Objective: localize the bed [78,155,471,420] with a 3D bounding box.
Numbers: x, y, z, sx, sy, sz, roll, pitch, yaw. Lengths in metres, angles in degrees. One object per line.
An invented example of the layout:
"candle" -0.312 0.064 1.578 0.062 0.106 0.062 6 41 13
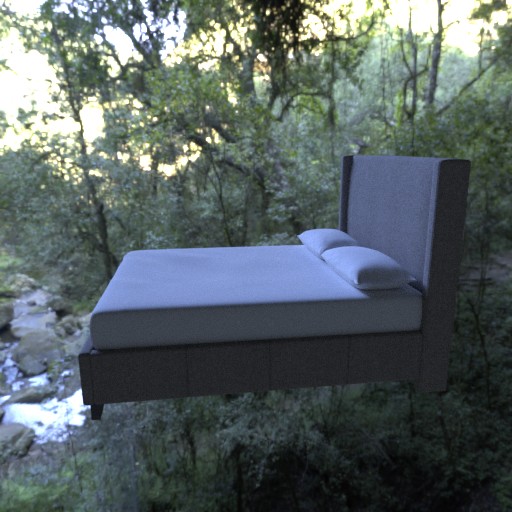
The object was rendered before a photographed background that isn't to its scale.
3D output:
"bed" 0.000 0.000 3.354 2.245 1.476 1.714 -2 14 -8
